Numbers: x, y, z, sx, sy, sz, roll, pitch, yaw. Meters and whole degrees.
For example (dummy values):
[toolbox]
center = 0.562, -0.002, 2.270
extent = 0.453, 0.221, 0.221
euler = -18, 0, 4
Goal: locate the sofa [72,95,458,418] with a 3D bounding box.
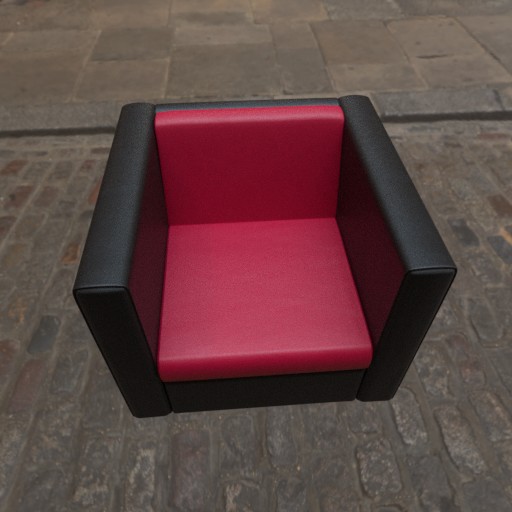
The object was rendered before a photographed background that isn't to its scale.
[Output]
[sofa]
center = 0.000, 0.000, 1.458
extent = 0.839, 0.724, 0.809
euler = -3, 47, -3
